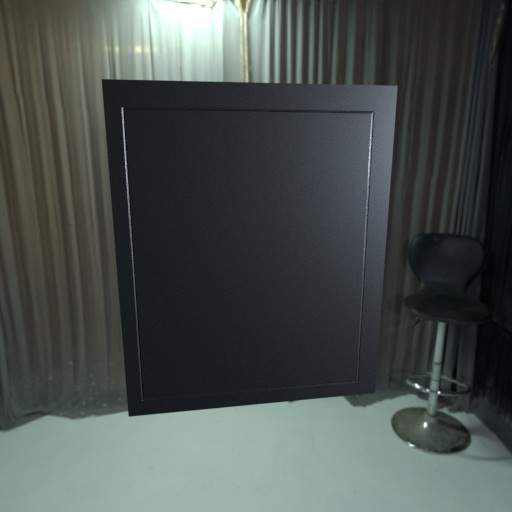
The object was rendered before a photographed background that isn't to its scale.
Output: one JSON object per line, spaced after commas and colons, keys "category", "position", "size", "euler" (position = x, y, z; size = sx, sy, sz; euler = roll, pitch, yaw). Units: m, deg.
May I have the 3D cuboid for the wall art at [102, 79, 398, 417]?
{"category": "wall art", "position": [0.000, 0.000, 0.765], "size": [0.461, 0.558, 0.031], "euler": [-2, 14, -9]}
